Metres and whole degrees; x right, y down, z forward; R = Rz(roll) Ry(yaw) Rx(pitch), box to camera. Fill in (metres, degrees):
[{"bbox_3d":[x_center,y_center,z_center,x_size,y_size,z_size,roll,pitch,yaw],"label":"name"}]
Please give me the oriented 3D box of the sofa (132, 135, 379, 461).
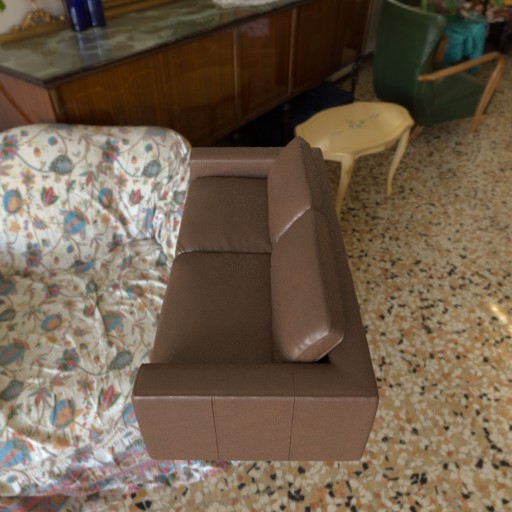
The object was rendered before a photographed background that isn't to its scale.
[{"bbox_3d":[0.000,0.000,2.789,1.070,0.801,2.262,0,40,0],"label":"sofa"}]
